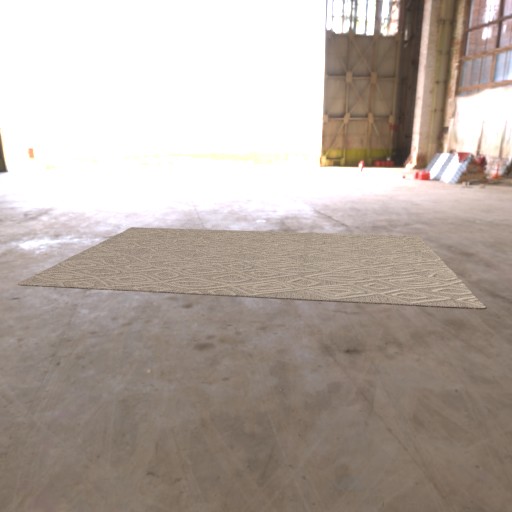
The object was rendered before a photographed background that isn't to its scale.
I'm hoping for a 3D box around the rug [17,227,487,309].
[{"bbox_3d":[0.000,0.000,2.992,2.442,0.010,1.546,2,16,8],"label":"rug"}]
